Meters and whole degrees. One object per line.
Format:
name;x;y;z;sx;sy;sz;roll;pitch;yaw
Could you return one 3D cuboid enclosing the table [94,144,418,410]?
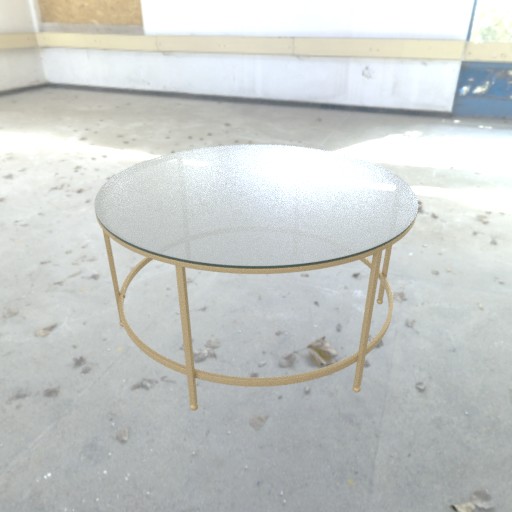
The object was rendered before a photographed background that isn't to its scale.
table;0.000;0.000;1.428;0.914;0.470;0.914;0;30;0
